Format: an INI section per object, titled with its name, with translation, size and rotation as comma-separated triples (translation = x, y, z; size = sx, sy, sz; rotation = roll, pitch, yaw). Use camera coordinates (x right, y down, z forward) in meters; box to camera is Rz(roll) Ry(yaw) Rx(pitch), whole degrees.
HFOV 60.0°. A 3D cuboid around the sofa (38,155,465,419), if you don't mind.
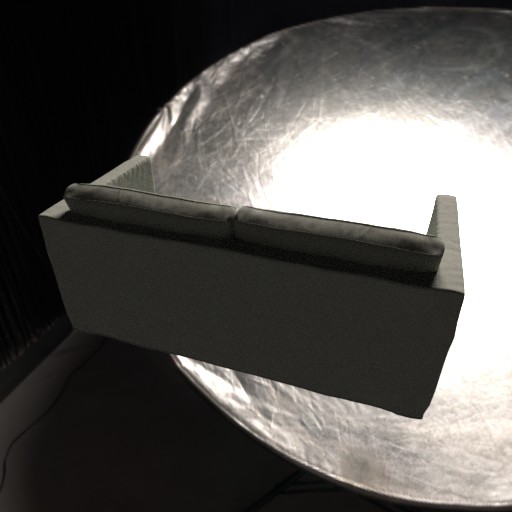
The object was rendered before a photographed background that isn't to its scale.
[sofa]
translation = 0.000, 0.000, 2.419
size = 1.987, 0.870, 0.940
rotation = 10, 34, 16
